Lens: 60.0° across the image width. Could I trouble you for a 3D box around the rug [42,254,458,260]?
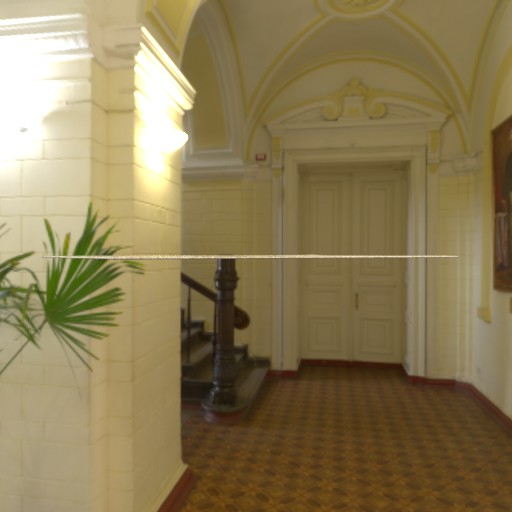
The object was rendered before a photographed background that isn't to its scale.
[{"bbox_3d":[0.000,0.000,3.065,2.447,0.021,1.527,0,0,-35],"label":"rug"}]
